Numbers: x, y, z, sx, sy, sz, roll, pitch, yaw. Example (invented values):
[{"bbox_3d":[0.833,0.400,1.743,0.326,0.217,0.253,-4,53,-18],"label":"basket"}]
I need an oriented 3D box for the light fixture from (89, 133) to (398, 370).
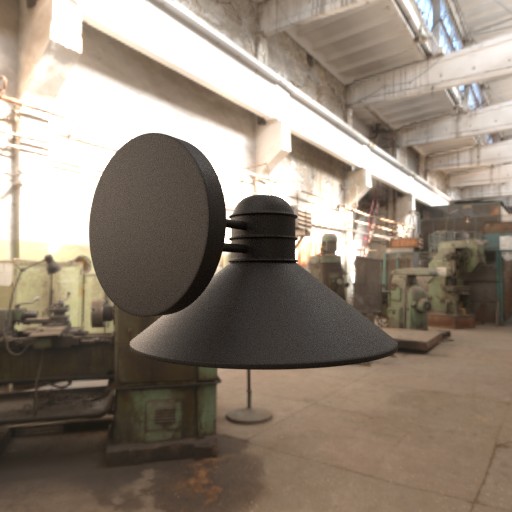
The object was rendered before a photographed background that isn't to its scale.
[{"bbox_3d":[0.000,0.000,0.674,0.396,0.265,0.434,-2,-3,37],"label":"light fixture"}]
